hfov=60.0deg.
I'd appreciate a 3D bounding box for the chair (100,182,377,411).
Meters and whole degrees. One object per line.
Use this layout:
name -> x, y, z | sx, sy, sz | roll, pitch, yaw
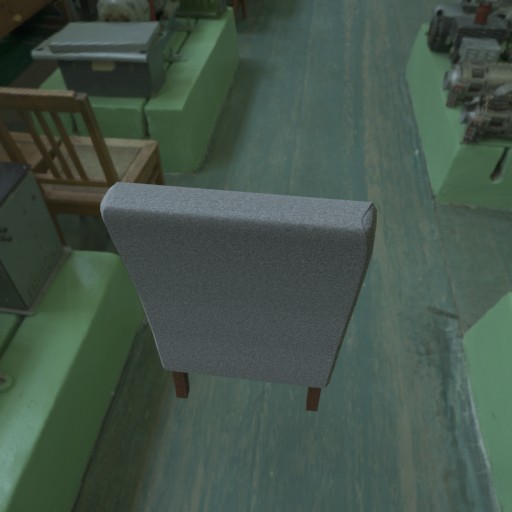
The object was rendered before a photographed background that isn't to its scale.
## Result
chair -> 0.000, 0.000, 1.189 | 0.513, 0.804, 0.592 | 4, 47, 4
